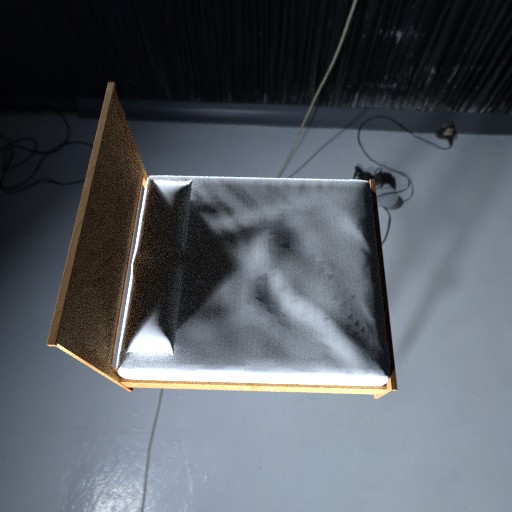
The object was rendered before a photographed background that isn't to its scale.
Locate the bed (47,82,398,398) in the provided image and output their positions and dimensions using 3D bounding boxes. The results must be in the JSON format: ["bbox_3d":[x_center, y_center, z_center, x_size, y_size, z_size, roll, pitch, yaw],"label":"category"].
[{"bbox_3d":[0.000,0.000,3.552,2.201,1.686,1.936,1,64,1],"label":"bed"}]
